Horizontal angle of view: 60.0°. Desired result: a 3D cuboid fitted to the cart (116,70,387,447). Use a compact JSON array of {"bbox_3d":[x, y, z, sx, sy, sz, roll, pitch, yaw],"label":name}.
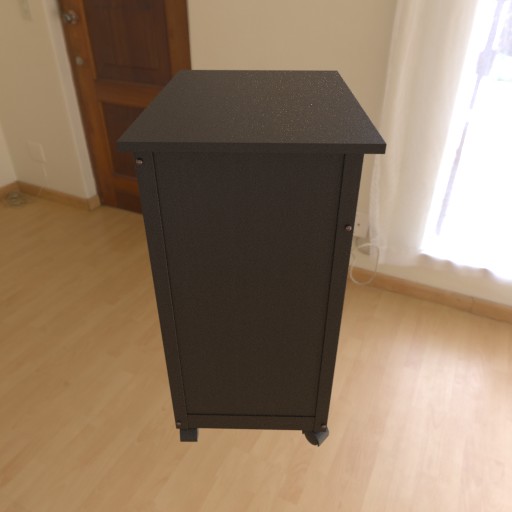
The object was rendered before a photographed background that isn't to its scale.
[{"bbox_3d":[0.000,0.000,1.258,0.456,0.879,0.660,1,33,1],"label":"cart"}]
